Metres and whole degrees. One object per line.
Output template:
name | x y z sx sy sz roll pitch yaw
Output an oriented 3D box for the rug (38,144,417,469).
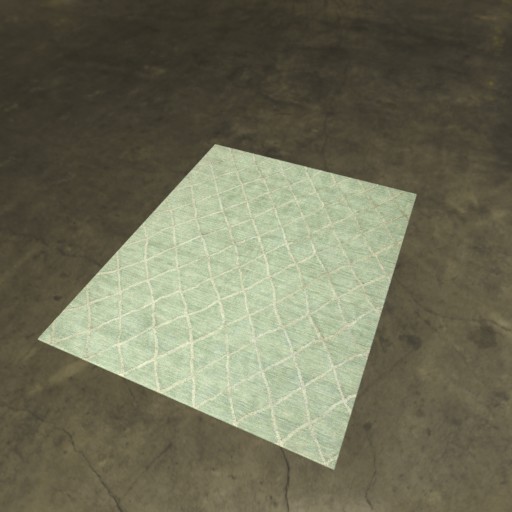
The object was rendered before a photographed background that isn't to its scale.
rug | 0.000 0.000 4.112 2.420 0.019 3.039 18 49 16
